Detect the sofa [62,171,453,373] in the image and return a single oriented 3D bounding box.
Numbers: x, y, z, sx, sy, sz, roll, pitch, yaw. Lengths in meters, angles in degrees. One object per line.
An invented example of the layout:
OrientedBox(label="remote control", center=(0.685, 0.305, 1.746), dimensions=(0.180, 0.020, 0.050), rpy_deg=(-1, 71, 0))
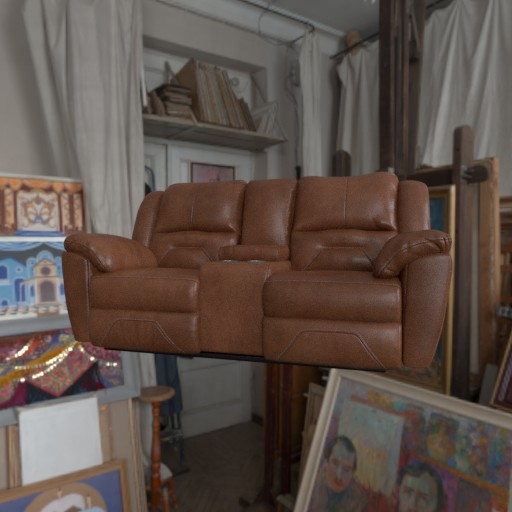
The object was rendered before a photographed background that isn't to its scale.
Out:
OrientedBox(label="sofa", center=(0.000, 0.000, 2.631), dimensions=(2.058, 1.043, 0.991), rpy_deg=(0, 1, 17))
